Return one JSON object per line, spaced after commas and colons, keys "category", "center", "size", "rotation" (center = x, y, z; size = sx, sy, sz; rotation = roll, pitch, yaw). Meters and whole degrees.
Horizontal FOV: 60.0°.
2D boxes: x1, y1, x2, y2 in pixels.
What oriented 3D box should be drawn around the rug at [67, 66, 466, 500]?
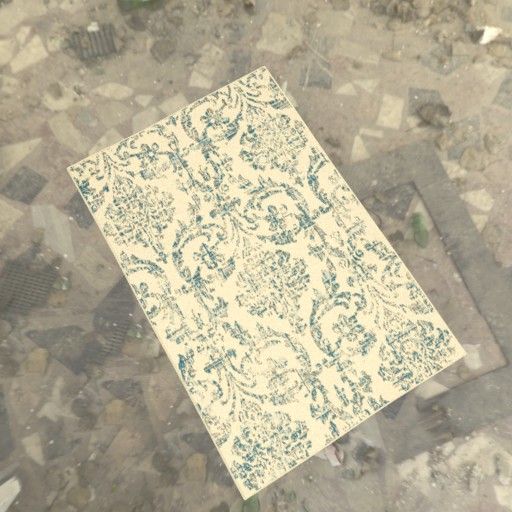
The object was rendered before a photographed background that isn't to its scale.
{"category": "rug", "center": [0.000, 0.000, 2.198], "size": [1.213, 0.012, 1.831], "rotation": [-30, 78, -7]}
